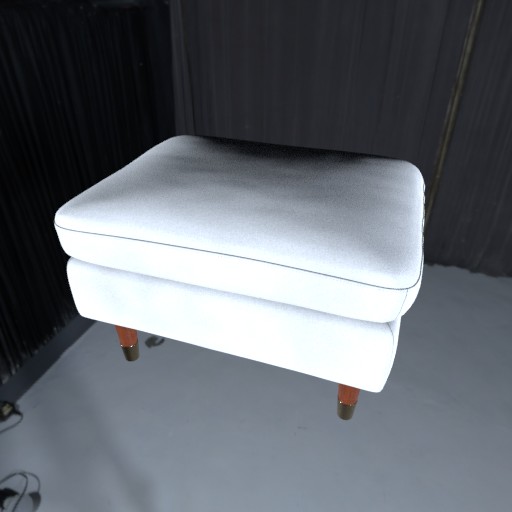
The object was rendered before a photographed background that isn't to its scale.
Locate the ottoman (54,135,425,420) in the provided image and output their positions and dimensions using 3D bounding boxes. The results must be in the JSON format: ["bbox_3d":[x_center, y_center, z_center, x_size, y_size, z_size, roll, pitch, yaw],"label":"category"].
[{"bbox_3d":[0.000,0.000,1.117,0.747,0.478,0.593,10,34,16],"label":"ottoman"}]
